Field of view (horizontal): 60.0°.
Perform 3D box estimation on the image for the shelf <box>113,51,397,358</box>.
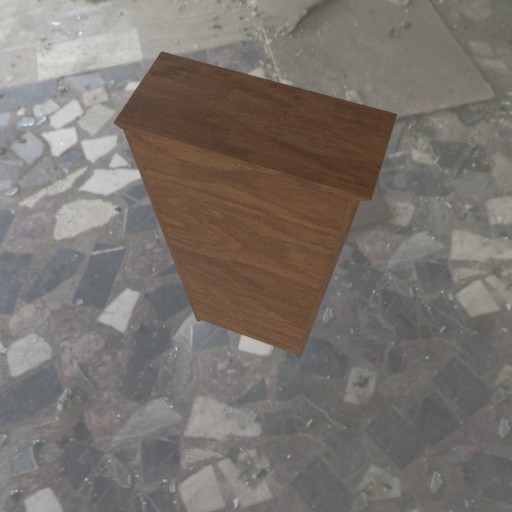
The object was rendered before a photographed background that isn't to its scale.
[{"bbox_3d":[0.000,0.000,2.209,0.805,1.905,0.335,18,65,9],"label":"shelf"}]
